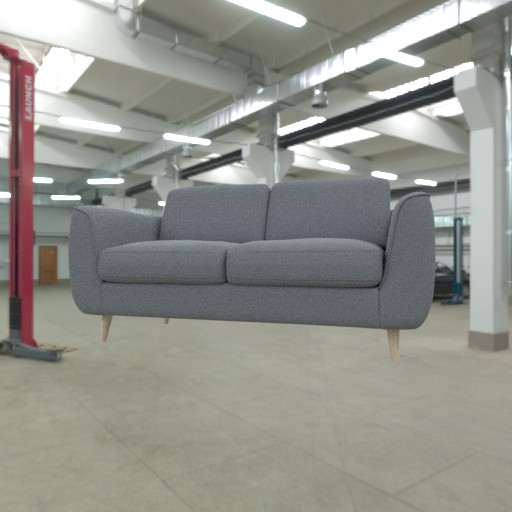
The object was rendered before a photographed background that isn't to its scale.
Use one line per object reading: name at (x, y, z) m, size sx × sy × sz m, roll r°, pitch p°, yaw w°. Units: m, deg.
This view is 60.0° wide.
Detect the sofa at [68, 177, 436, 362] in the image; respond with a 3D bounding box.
sofa at (0.000, 0.000, 2.289) m, size 1.700 × 0.850 × 0.920 m, roll 0°, pitch 0°, yaw 18°
